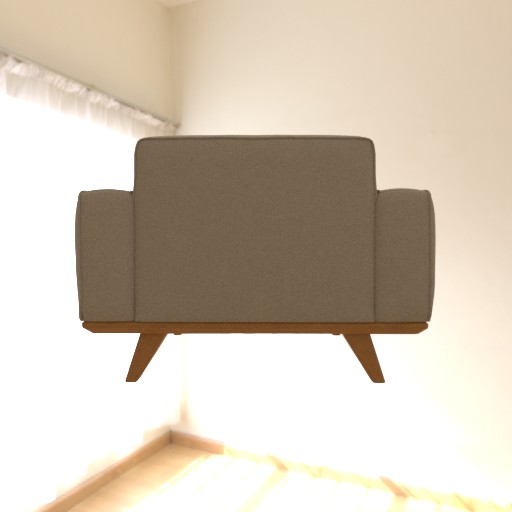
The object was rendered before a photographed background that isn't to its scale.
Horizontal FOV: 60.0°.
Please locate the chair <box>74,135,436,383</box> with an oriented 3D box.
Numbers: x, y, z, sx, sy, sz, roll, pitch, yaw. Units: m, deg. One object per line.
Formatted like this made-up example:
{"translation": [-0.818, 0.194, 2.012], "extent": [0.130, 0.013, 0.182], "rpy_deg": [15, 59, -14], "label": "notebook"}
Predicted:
{"translation": [0.000, 0.000, 1.777], "extent": [1.115, 0.779, 0.953], "rpy_deg": [0, 1, 1], "label": "chair"}
